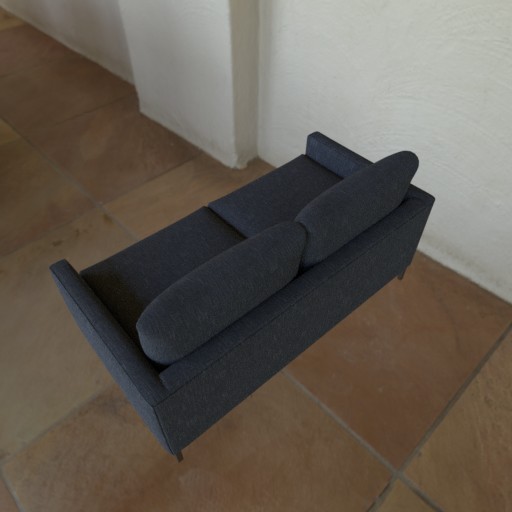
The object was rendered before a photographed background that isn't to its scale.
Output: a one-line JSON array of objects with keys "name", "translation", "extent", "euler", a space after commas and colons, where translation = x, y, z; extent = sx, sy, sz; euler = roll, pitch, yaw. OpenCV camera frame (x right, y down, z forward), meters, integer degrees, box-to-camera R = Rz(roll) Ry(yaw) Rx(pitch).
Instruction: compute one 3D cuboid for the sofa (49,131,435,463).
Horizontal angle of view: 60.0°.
[{"name": "sofa", "translation": [0.000, 0.000, 2.228], "extent": [1.716, 0.862, 0.866], "euler": [-32, 55, -27]}]
